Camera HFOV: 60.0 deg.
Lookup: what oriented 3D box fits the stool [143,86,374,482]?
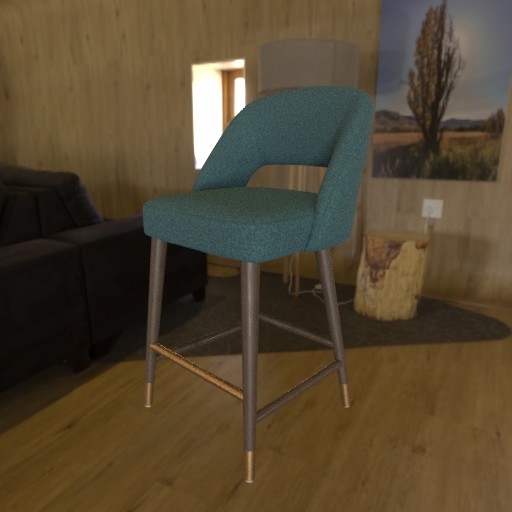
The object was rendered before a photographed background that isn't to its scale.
[{"bbox_3d":[0.000,0.000,1.261,0.536,0.939,0.522,14,21,42],"label":"stool"}]
